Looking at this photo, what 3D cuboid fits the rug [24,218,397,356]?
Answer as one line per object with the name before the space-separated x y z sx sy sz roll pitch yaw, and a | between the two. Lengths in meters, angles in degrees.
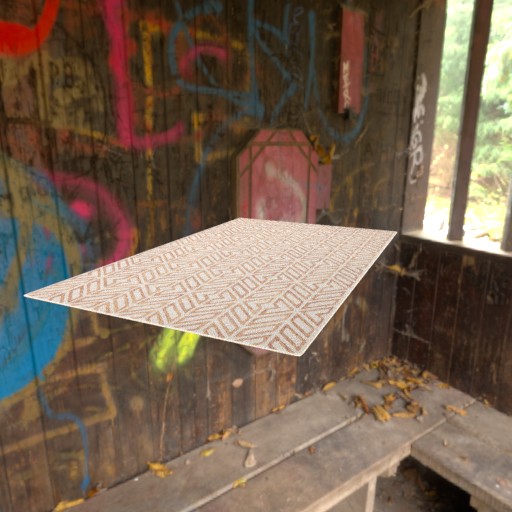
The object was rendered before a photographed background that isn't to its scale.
rug | 0.000 0.000 3.039 1.523 0.008 2.438 7 17 24
